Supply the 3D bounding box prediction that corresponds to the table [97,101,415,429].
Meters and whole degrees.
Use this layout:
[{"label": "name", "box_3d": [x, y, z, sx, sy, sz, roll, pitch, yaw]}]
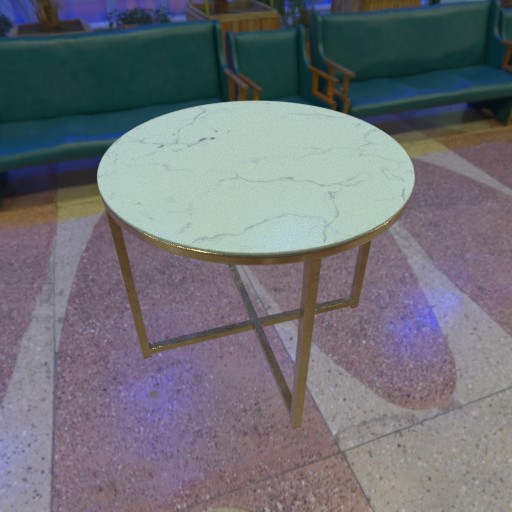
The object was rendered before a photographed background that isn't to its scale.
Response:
[{"label": "table", "box_3d": [0.000, 0.000, 0.856, 0.500, 0.420, 0.500, 0, 39, 0]}]
